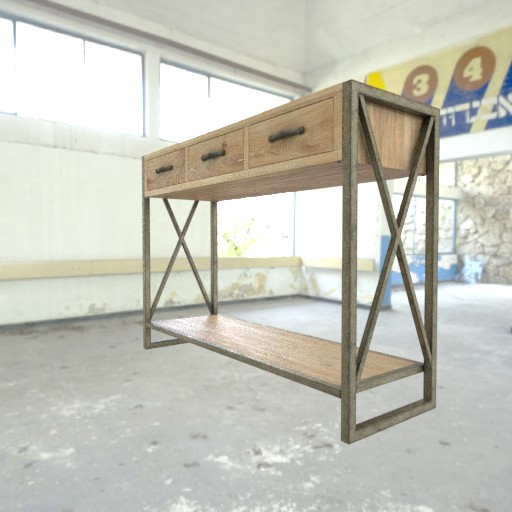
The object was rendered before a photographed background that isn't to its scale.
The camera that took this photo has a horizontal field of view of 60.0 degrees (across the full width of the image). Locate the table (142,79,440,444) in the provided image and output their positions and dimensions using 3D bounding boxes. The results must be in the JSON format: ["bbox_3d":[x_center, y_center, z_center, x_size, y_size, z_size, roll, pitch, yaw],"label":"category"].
[{"bbox_3d":[0.000,0.000,1.439,0.361,0.763,1.059,-2,2,-38],"label":"table"}]
